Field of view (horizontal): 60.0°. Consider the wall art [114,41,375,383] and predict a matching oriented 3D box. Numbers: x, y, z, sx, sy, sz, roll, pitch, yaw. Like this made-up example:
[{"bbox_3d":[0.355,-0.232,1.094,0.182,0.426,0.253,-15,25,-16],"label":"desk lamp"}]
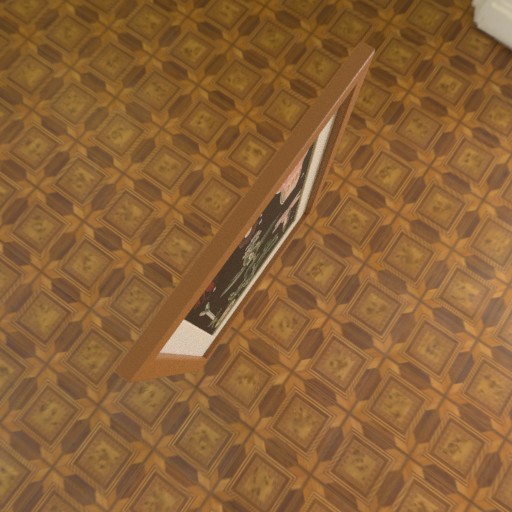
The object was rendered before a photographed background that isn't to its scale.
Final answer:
[{"bbox_3d":[0.000,0.000,0.505,0.015,0.379,0.310,34,79,8],"label":"wall art"}]
